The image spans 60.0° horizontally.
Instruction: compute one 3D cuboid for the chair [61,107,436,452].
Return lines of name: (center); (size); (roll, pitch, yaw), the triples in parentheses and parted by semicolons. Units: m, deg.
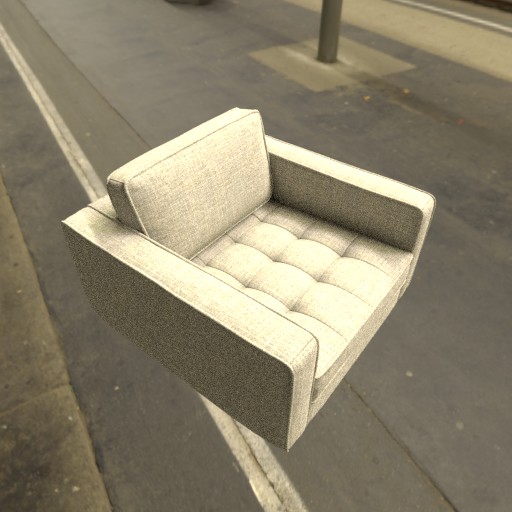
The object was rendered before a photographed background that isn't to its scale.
chair: (0.000, 0.000, 1.569); (0.914, 0.765, 0.889); (27, 48, 27)
